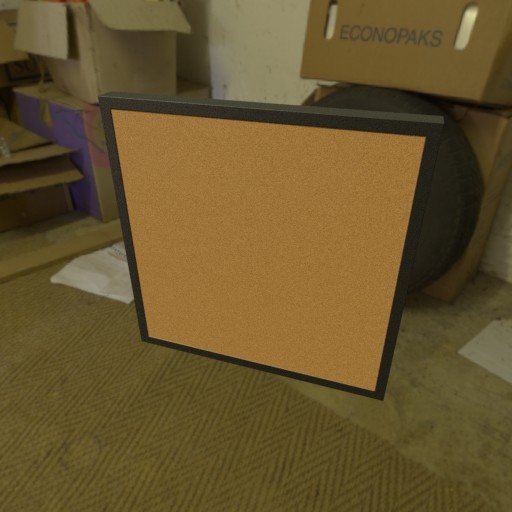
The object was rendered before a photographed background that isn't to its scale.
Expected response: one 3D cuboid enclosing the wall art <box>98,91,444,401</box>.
[{"bbox_3d":[0.000,0.000,0.767,0.506,0.506,0.037,10,33,16],"label":"wall art"}]
